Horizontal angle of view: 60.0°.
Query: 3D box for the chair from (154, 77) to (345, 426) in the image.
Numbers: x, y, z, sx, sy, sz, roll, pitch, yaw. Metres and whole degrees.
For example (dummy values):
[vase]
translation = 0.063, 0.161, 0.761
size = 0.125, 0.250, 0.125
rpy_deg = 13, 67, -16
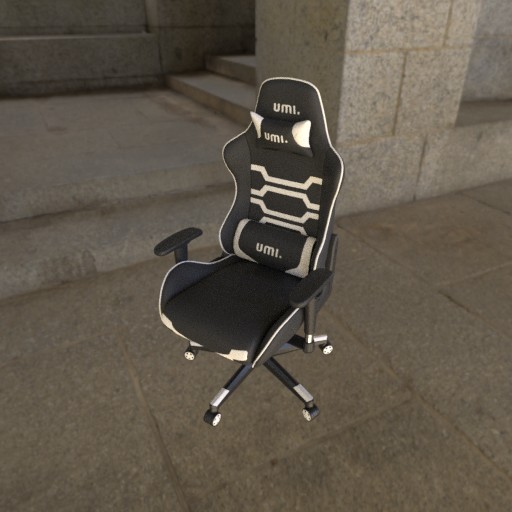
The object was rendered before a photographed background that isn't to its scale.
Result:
[chair]
translation = 0.000, 0.000, 1.707
size = 0.700, 1.240, 0.700
rpy_deg = 18, 35, 29
